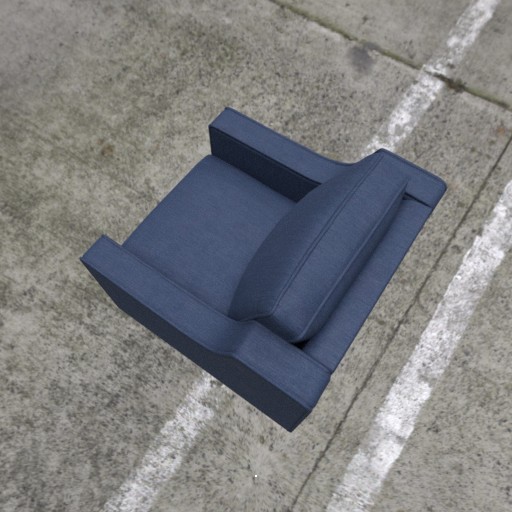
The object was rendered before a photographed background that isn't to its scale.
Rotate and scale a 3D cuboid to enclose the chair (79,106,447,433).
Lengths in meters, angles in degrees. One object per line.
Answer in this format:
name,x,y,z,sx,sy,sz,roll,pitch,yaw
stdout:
chair,0.000,0.000,1.659,0.909,0.960,0.831,32,68,15
